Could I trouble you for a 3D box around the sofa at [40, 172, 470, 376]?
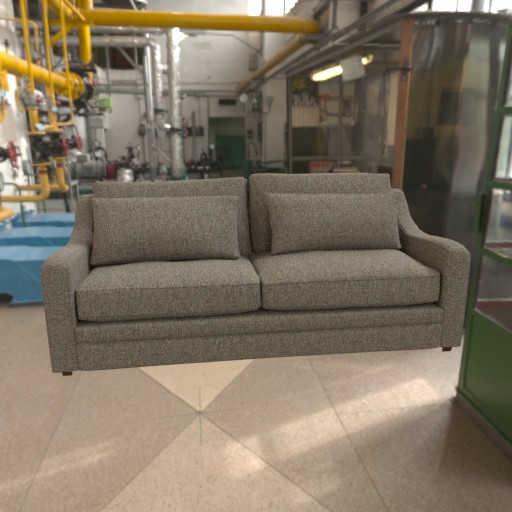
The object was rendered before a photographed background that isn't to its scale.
[{"bbox_3d":[0.000,0.000,2.900,2.418,0.998,1.103,-2,16,-7],"label":"sofa"}]
